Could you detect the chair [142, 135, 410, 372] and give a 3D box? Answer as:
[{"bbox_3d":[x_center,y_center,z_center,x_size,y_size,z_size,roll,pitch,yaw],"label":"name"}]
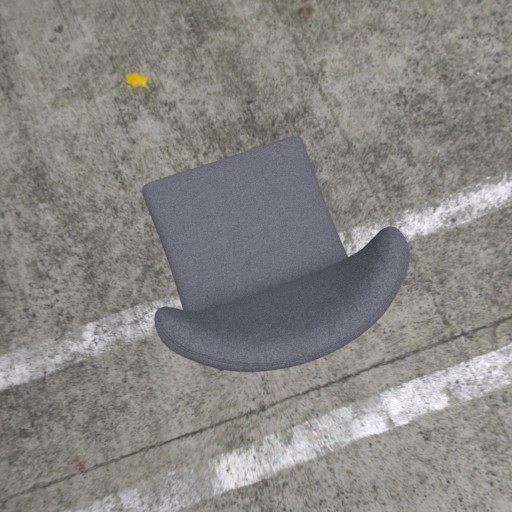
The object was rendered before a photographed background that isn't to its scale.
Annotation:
[{"bbox_3d":[0.000,0.000,1.199,0.491,0.839,0.592,-19,77,-5],"label":"chair"}]
